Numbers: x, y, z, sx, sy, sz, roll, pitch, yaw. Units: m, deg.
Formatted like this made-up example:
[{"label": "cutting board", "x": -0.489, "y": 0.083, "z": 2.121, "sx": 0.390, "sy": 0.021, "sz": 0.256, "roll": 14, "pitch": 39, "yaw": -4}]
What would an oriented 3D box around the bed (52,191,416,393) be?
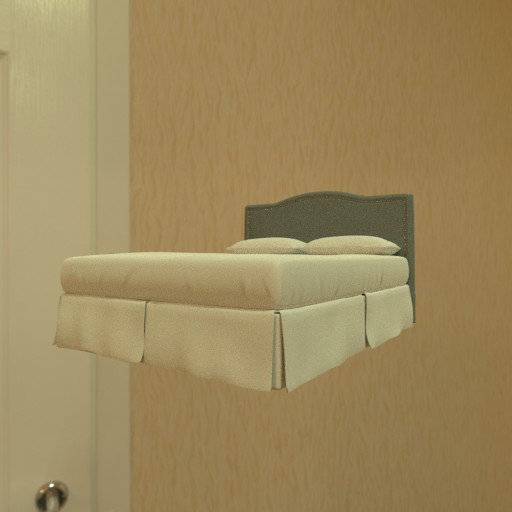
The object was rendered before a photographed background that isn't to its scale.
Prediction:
[{"label": "bed", "x": 0.000, "y": 0.000, "z": 3.978, "sx": 2.161, "sy": 1.457, "sz": 2.689, "roll": 0, "pitch": 0, "yaw": 34}]
